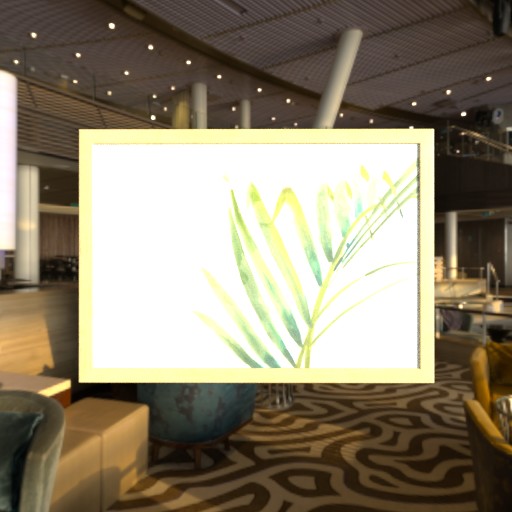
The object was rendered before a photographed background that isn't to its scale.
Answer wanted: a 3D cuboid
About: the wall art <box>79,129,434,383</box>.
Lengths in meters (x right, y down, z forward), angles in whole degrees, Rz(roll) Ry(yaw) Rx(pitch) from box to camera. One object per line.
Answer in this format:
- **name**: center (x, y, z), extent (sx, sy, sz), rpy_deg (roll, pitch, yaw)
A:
- **wall art**: center (0.000, 0.000, 0.679), extent (0.533, 0.381, 0.032), rpy_deg (0, 0, 0)
